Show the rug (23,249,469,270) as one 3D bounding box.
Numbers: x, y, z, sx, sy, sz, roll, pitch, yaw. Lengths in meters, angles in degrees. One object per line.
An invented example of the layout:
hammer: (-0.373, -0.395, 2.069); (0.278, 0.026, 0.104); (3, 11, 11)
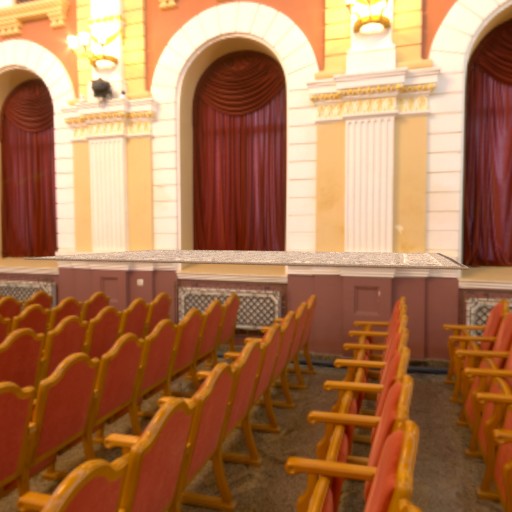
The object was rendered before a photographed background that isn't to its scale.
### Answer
rug: (0.000, 0.000, 2.992); (2.438, 0.011, 1.524); (1, 3, 18)
